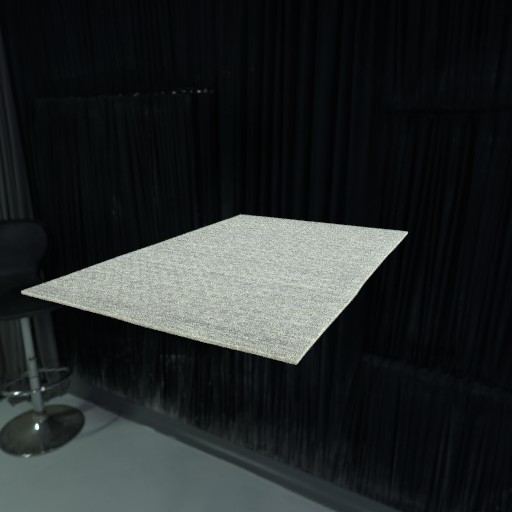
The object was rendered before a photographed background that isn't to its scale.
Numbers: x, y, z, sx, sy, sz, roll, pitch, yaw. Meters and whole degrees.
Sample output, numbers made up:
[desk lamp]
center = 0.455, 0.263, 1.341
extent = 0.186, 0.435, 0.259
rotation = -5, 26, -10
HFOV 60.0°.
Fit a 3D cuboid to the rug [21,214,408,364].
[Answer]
[rug]
center = 0.000, 0.000, 2.902
extent = 1.532, 0.018, 2.297
rotation = 8, 18, 26
